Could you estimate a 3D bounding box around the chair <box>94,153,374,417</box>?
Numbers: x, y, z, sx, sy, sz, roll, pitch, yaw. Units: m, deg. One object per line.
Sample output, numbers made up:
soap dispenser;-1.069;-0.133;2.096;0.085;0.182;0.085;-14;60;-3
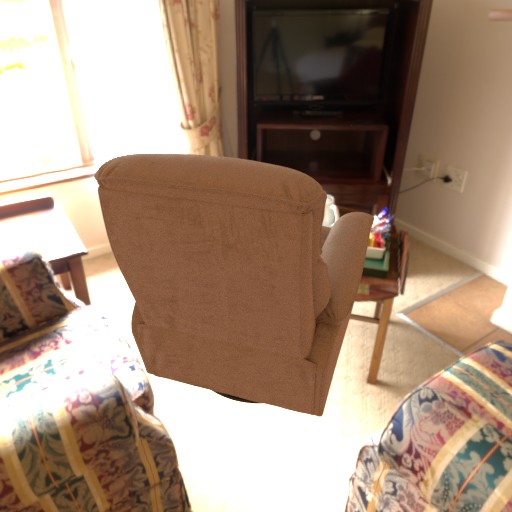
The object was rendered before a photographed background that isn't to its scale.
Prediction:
chair;0.000;0.000;1.711;0.820;1.037;1.004;9;32;15
